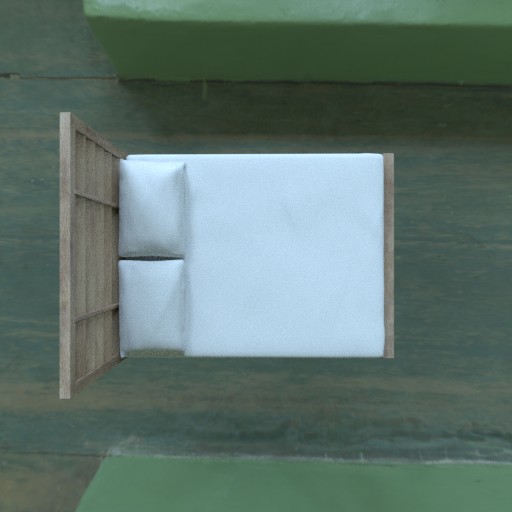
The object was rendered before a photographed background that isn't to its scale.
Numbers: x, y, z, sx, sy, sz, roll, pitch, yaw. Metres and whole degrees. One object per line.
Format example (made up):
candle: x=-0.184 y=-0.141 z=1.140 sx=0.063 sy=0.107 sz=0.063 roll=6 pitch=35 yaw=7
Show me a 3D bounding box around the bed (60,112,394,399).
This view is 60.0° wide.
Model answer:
bed: x=0.000 y=0.000 z=3.296 sx=2.197 sy=1.626 sz=1.626 roll=0 pitch=90 yaw=1
